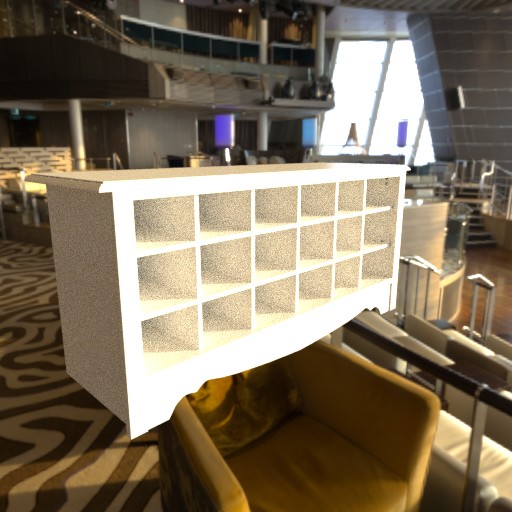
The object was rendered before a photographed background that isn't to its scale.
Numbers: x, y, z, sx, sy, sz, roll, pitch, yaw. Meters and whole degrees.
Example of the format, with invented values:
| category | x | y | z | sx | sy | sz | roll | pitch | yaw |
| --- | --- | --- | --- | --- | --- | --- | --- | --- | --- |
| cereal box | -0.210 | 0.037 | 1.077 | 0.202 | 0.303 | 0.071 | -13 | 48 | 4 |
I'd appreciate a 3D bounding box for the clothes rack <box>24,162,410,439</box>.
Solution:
| category | x | y | z | sx | sy | sz | roll | pitch | yaw |
| --- | --- | --- | --- | --- | --- | --- | --- | --- | --- |
| clothes rack | 0.000 | 0.000 | 1.437 | 1.218 | 0.558 | 0.405 | -13 | 19 | -43 |
